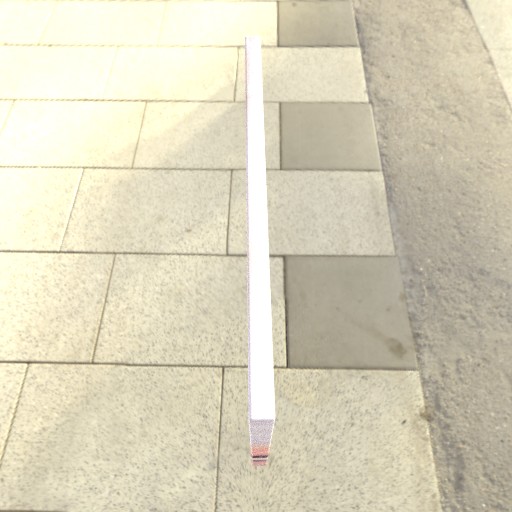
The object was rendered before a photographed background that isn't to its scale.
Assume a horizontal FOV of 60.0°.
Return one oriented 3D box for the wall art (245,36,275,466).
[{"bbox_3d":[0.000,0.000,1.129,0.038,0.609,0.913,-1,59,-1],"label":"wall art"}]
